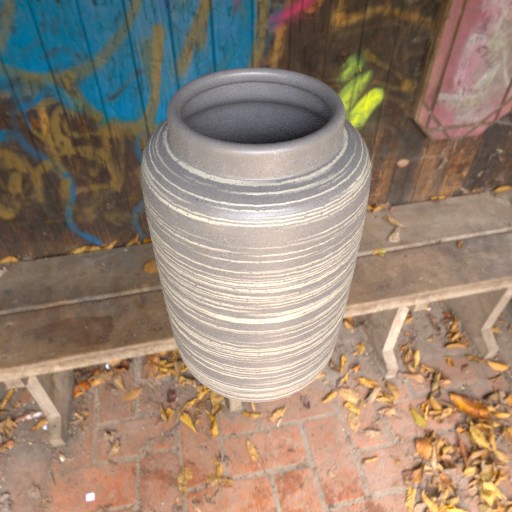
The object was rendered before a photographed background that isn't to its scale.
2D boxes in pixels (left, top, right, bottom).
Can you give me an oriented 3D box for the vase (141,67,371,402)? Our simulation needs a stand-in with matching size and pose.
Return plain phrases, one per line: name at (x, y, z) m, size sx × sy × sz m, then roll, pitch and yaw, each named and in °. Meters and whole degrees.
vase at (0.000, 0.000, 0.682) m, size 0.297 × 0.499 × 0.297 m, roll 0°, pitch 45°, yaw 0°
